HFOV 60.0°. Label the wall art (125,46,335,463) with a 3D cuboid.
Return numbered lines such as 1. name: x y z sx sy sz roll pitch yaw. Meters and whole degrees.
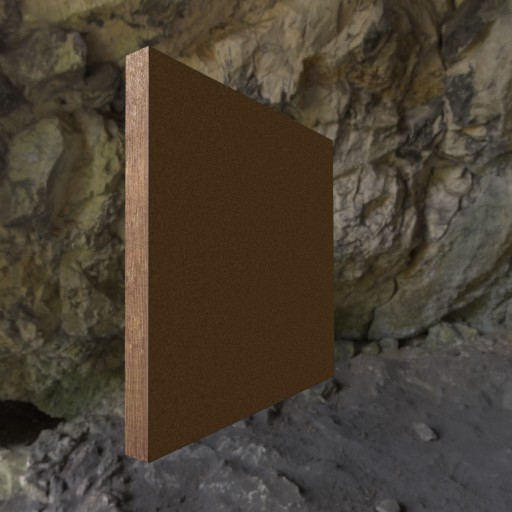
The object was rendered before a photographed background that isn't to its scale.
1. wall art: 0.000 0.000 0.602 0.039 0.403 0.406 -1 -1 35
